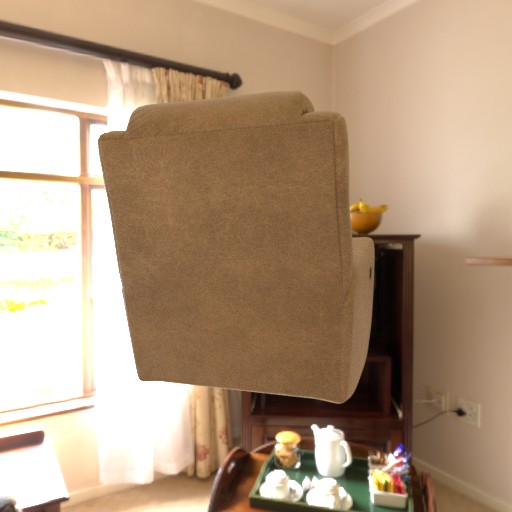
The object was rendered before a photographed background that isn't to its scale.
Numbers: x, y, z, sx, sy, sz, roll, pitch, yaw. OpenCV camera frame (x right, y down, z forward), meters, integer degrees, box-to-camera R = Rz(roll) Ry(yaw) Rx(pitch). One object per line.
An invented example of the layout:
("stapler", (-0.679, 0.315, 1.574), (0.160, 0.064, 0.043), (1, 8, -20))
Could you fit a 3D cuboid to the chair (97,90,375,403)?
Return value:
("chair", (0.000, 0.000, 1.958), (0.965, 1.116, 1.068), (0, 2, 18))
